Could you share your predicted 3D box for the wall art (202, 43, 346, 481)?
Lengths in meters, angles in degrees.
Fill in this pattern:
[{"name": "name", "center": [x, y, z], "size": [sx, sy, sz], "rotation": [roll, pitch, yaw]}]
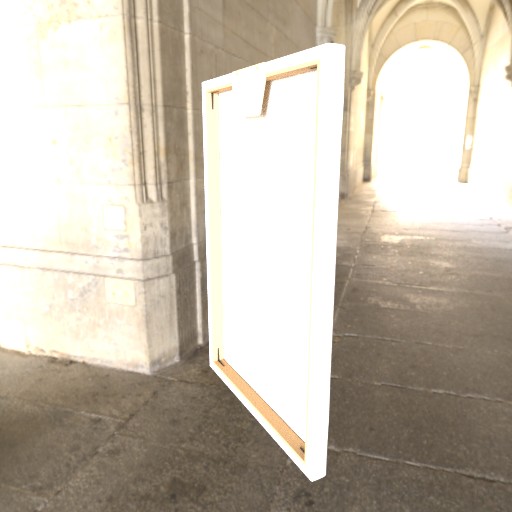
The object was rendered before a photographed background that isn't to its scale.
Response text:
[{"name": "wall art", "center": [0.000, 0.000, 1.142], "size": [0.048, 0.902, 0.602], "rotation": [-8, 16, -27]}]
